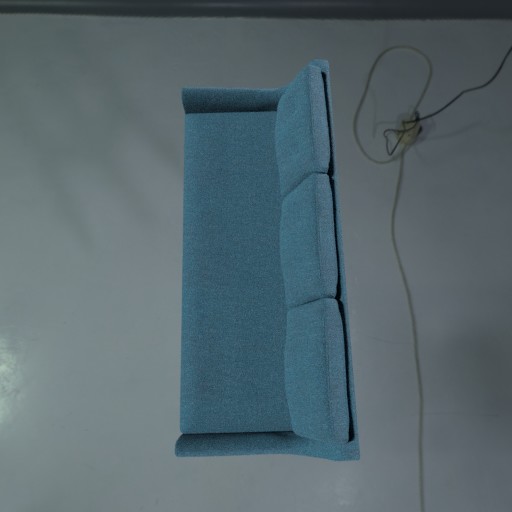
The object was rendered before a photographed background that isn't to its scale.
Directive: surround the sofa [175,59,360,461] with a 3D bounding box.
[{"bbox_3d":[0.000,0.000,2.486,0.849,0.837,2.060,-2,75,0],"label":"sofa"}]
